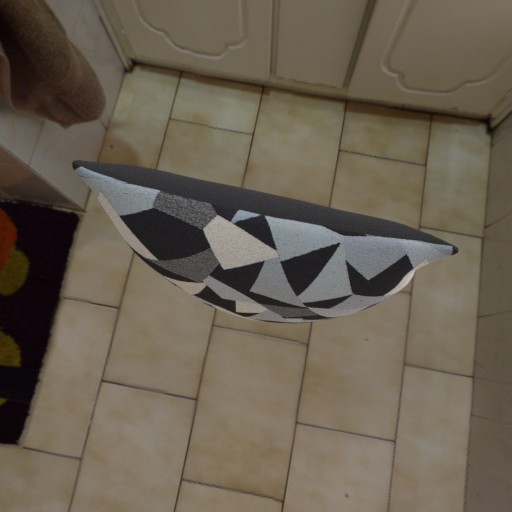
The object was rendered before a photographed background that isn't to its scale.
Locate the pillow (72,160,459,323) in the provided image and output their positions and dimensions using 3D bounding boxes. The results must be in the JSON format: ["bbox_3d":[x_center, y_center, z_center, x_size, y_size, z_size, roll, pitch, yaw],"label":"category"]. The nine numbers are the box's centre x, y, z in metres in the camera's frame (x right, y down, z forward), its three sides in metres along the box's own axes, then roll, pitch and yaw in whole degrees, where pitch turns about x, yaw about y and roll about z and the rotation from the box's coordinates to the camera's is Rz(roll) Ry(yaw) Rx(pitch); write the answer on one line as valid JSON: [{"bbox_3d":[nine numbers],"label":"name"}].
[{"bbox_3d":[0.000,0.000,0.777,0.503,0.496,0.208,13,77,3],"label":"pillow"}]
